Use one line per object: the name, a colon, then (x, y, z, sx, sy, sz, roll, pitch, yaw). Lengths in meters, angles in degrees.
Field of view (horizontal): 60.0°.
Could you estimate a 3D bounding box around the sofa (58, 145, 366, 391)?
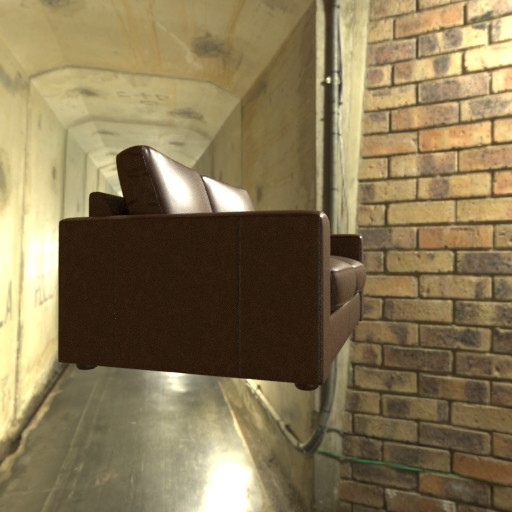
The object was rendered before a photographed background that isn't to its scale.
sofa: (0.000, 0.000, 2.233, 1.016, 0.873, 1.616, 0, 0, 18)
